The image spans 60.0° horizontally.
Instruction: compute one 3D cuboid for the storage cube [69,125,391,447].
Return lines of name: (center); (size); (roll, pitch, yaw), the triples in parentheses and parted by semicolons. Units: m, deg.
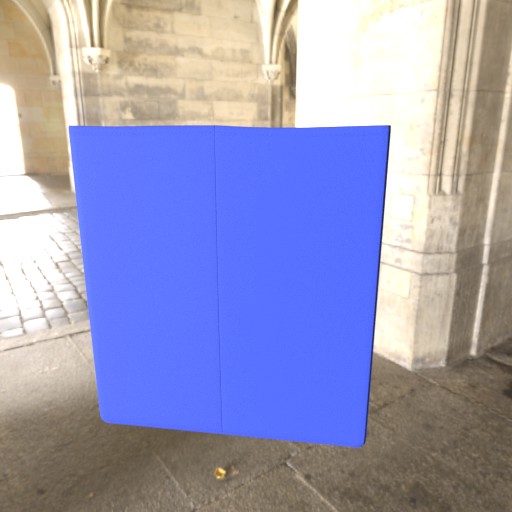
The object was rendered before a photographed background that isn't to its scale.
storage cube: (0.000, 0.000, 0.499); (0.270, 0.280, 0.270); (2, 16, 8)
